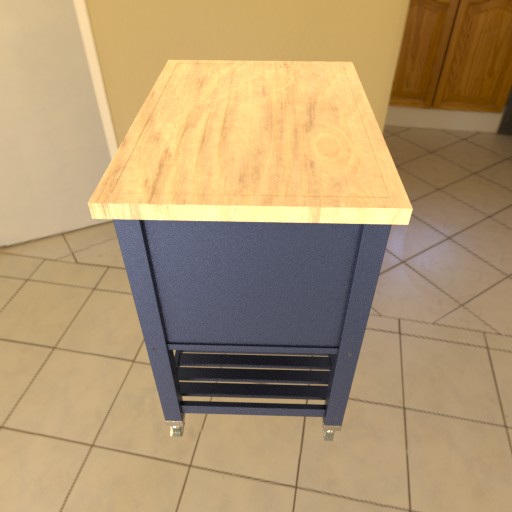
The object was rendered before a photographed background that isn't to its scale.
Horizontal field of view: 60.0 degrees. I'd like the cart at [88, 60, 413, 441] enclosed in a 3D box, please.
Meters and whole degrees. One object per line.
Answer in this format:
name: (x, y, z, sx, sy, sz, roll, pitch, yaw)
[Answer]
cart: (0.000, 0.000, 1.374, 0.567, 0.920, 0.797, 1, 41, 1)
